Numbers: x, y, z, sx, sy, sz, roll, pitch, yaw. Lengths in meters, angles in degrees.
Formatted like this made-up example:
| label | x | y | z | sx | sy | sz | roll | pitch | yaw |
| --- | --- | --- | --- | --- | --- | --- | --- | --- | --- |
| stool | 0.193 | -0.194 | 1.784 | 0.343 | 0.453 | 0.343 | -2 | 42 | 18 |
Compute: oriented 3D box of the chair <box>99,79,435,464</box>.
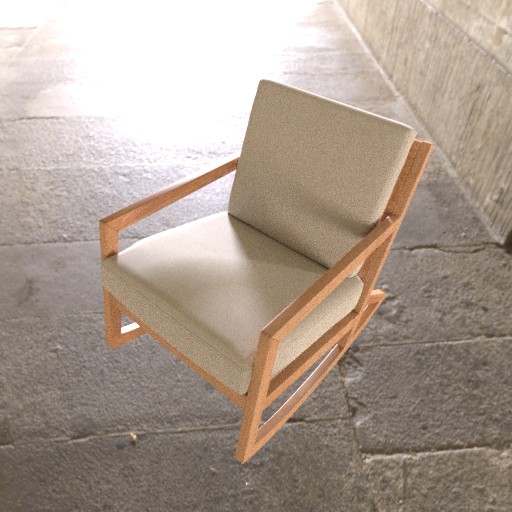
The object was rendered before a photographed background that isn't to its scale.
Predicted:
| label | x | y | z | sx | sy | sz | roll | pitch | yaw |
| --- | --- | --- | --- | --- | --- | --- | --- | --- | --- |
| chair | 0.000 | 0.000 | 1.406 | 0.622 | 0.790 | 0.857 | 30 | 52 | 27 |
